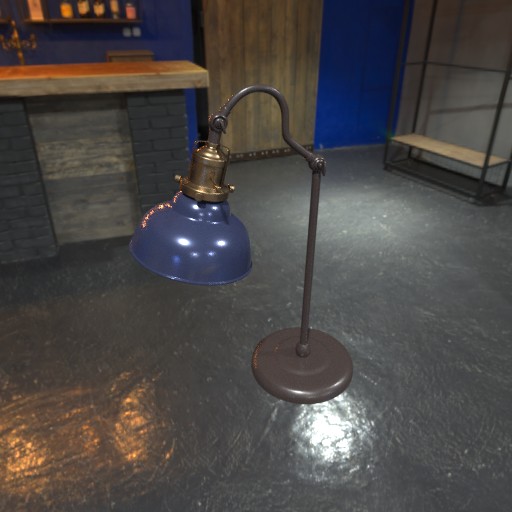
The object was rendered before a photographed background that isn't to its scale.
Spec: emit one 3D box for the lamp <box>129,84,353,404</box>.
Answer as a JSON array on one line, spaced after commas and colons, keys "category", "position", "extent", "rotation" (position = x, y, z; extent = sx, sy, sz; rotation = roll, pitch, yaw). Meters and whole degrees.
[{"category": "lamp", "position": [0.000, 0.000, 0.695], "extent": [0.374, 0.508, 0.192], "rotation": [-9, 31, -15]}]
